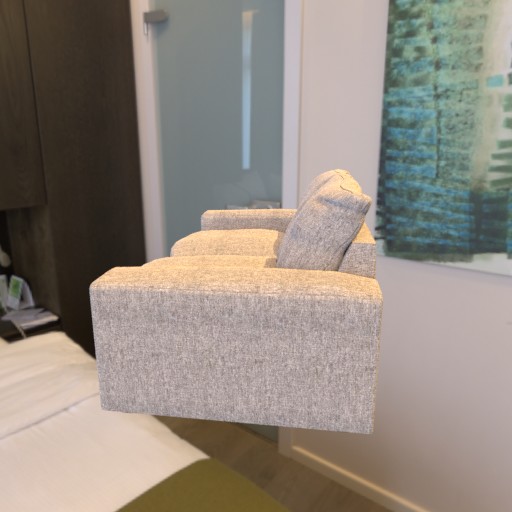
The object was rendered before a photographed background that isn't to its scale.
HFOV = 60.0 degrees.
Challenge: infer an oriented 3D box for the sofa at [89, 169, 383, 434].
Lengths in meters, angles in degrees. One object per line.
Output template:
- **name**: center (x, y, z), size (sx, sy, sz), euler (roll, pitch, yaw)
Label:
- **sofa**: center (0.000, 0.000, 2.380), size (1.094, 0.877, 1.758), euler (2, 15, 8)
